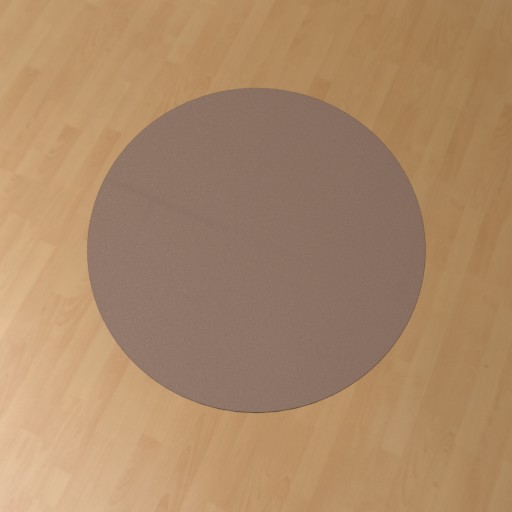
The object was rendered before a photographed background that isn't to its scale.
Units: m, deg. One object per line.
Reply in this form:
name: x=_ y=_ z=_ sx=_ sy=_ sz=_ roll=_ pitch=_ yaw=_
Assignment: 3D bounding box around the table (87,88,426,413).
table: x=0.000 y=0.000 z=1.242 sx=0.800 sy=0.400 sz=0.800 roll=0 pitch=75 yaw=0
